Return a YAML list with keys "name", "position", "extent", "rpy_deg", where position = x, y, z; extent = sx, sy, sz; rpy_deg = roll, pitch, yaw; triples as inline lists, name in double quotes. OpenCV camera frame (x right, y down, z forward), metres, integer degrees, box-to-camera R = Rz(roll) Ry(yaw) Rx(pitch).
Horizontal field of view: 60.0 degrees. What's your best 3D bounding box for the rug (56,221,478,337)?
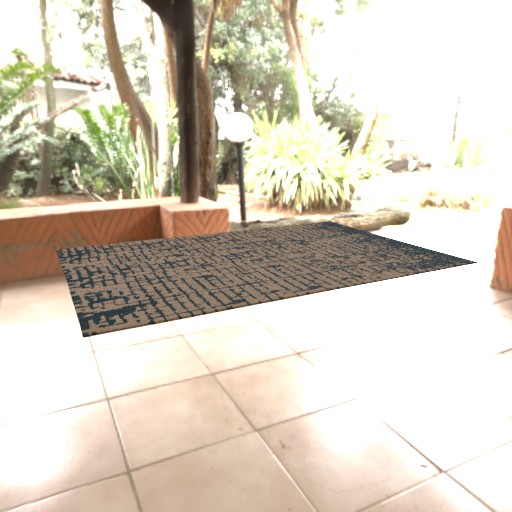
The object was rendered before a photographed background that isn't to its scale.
- name: "rug"
  position: [0.000, 0.000, 2.294]
  extent: [1.828, 0.007, 1.220]
  rpy_deg: [-8, 17, -26]
